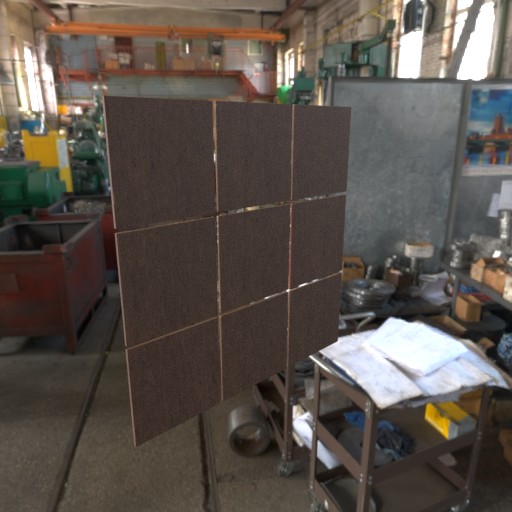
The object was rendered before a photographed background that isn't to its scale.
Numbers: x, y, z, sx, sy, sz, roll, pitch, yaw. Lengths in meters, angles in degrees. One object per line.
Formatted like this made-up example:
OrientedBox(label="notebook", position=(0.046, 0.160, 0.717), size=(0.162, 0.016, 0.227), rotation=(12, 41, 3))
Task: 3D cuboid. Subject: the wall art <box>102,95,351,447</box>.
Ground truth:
OrientedBox(label="wall art", position=(0.000, 0.000, 2.330), size=(1.527, 1.525, 0.014), rotation=(-15, 22, -41))
